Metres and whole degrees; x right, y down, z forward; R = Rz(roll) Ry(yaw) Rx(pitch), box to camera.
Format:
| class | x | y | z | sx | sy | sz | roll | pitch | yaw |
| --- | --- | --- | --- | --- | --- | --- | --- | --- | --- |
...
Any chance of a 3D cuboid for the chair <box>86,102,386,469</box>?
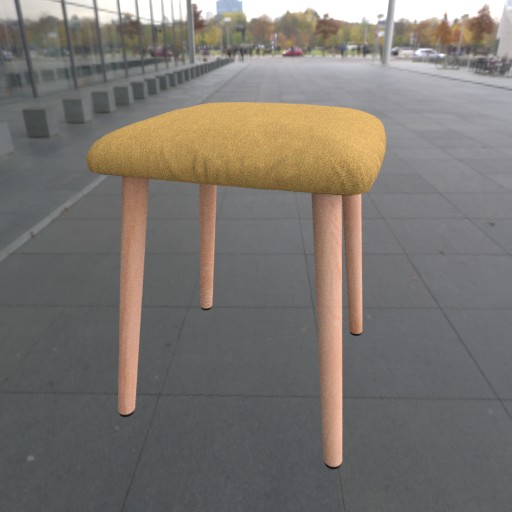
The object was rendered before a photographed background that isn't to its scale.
| class | x | y | z | sx | sy | sz | roll | pitch | yaw |
| --- | --- | --- | --- | --- | --- | --- | --- | --- | --- |
| chair | 0.000 | 0.000 | 0.693 | 0.350 | 0.440 | 0.350 | 7 | 26 | 15 |
